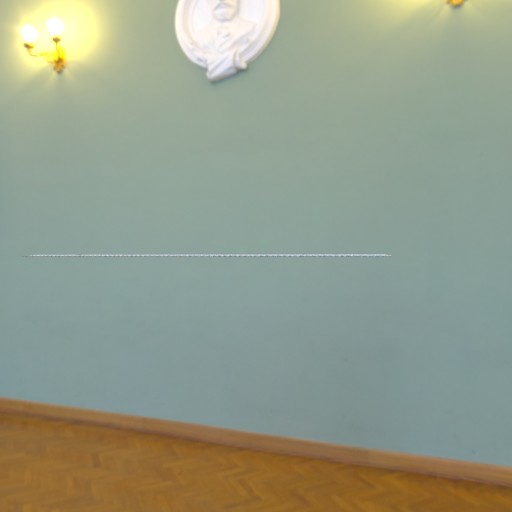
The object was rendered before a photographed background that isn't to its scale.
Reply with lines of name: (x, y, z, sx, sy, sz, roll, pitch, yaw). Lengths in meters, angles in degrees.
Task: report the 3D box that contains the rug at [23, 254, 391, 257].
rug: (0.000, 0.000, 4.089, 2.380, 0.013, 3.051, 0, 0, 17)
